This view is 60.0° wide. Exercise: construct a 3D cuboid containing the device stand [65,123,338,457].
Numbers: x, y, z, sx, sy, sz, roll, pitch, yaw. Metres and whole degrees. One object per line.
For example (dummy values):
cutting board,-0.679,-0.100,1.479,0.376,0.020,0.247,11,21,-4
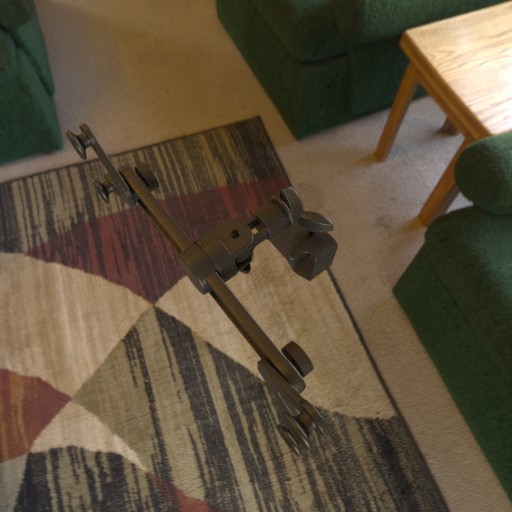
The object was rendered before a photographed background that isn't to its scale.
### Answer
device stand,0.000,0.000,0.361,0.142,0.166,0.270,-35,68,-16
